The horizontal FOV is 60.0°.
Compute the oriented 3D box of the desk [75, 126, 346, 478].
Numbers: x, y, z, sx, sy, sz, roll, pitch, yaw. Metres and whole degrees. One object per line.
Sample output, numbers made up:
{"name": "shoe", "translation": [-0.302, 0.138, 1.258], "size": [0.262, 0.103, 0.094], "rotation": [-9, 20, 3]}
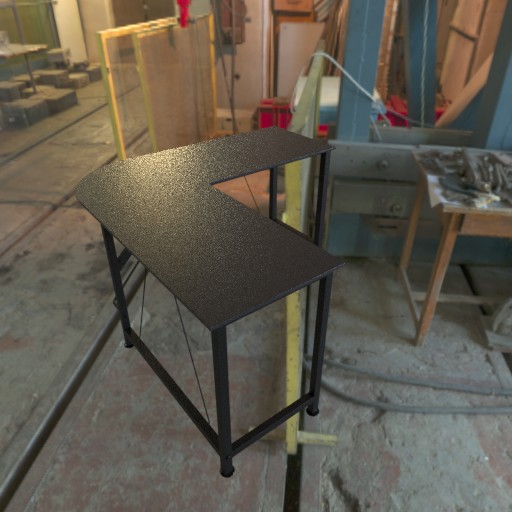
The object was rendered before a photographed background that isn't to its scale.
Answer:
{"name": "desk", "translation": [0.000, 0.000, 2.244], "size": [1.400, 0.762, 1.400], "rotation": [-22, 38, -31]}
